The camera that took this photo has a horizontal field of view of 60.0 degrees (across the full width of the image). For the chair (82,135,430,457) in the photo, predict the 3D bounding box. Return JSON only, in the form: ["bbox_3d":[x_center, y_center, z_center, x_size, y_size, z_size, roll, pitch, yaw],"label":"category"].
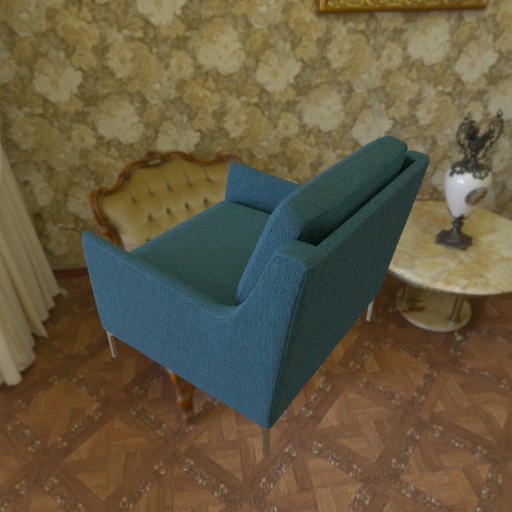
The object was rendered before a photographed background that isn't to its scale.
[{"bbox_3d":[0.000,0.000,1.579,0.849,0.828,0.847,21,38,29],"label":"chair"}]
